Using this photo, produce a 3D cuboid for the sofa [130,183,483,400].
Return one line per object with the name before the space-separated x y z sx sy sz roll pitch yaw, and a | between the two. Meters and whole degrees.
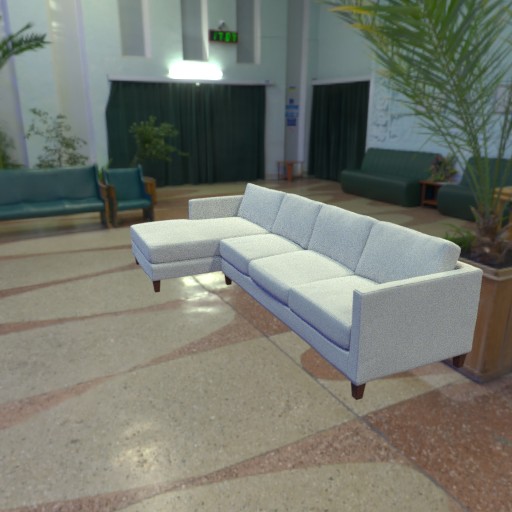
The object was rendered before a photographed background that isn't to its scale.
sofa | 0.000 0.000 3.836 1.625 0.861 3.186 -8 19 -24
